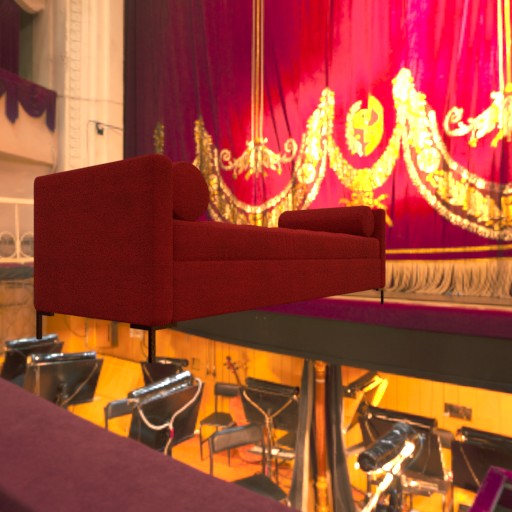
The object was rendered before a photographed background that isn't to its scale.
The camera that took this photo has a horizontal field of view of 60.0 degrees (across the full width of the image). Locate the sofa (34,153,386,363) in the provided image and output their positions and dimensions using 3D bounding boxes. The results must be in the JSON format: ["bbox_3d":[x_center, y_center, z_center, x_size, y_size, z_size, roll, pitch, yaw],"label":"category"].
[{"bbox_3d":[0.000,0.000,2.296,0.686,0.635,1.981,0,0,36],"label":"sofa"}]
